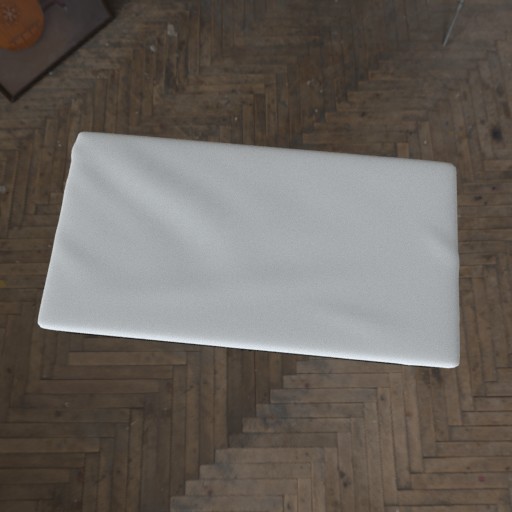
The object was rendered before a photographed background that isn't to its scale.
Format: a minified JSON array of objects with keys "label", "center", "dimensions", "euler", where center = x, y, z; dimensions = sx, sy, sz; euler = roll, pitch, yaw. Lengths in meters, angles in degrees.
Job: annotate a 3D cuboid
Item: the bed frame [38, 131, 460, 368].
[{"label":"bed frame","center":[0.000,0.000,2.325],"dimensions":[1.903,0.619,0.989],"euler":[5,76,1]}]
